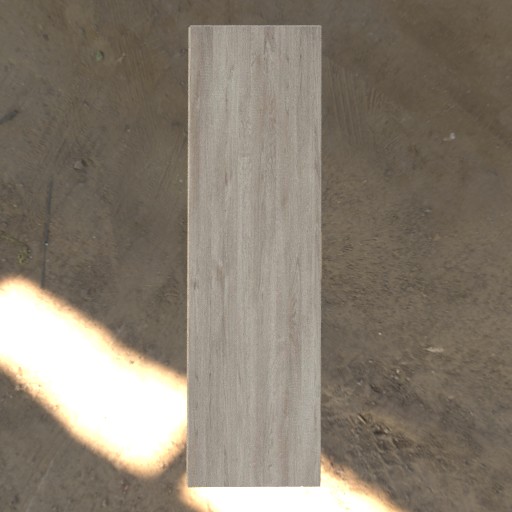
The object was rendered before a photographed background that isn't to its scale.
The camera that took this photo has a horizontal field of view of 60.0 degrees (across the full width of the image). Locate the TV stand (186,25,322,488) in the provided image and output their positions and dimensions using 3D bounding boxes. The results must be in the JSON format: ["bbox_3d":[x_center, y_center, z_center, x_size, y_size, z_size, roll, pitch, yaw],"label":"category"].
[{"bbox_3d":[0.000,0.000,1.541,0.401,0.565,1.313,0,89,0],"label":"TV stand"}]
